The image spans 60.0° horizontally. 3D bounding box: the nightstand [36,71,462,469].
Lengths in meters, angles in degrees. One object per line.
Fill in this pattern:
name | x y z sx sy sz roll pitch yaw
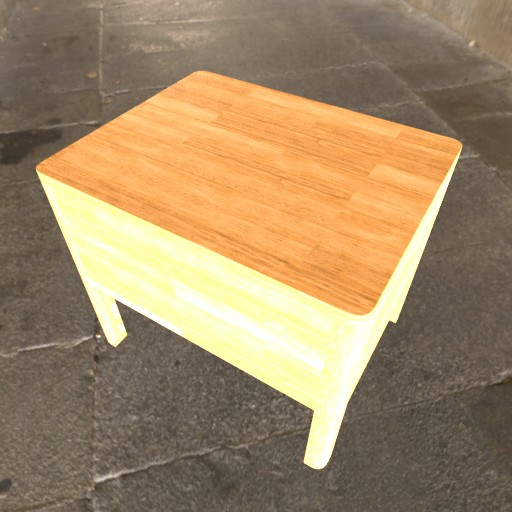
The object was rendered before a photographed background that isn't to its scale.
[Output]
nightstand | 0.000 0.000 0.889 0.560 0.470 0.440 24 50 22
